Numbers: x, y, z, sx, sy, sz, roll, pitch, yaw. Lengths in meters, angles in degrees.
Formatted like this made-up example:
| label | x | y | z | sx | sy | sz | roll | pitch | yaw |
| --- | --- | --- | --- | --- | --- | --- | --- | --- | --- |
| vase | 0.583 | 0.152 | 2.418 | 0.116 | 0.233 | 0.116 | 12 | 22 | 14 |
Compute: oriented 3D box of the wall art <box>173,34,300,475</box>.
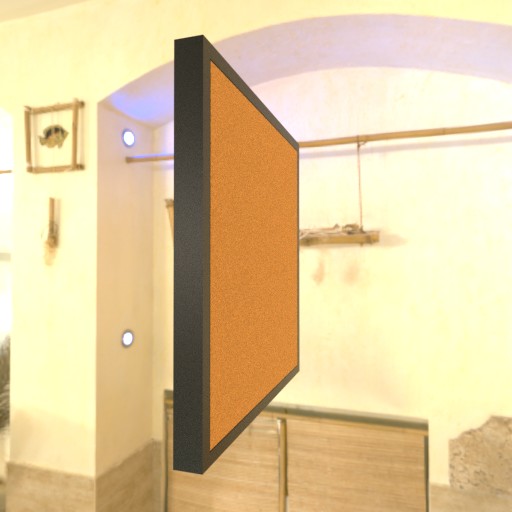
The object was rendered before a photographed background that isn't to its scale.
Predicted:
| label | x | y | z | sx | sy | sz | roll | pitch | yaw |
| --- | --- | --- | --- | --- | --- | --- | --- | --- | --- |
| wall art | 0.000 | 0.000 | 0.755 | 0.038 | 0.506 | 0.506 | 0 | -1 | 18 |
